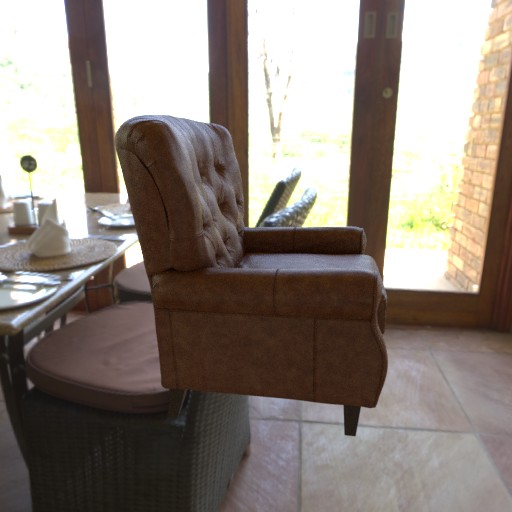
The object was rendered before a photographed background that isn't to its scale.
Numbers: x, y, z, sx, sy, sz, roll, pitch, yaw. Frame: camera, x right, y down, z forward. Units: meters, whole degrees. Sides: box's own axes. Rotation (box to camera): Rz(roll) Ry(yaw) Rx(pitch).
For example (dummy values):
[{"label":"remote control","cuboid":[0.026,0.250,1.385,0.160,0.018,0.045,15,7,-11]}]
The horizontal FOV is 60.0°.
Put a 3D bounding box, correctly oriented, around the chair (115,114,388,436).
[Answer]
[{"label":"chair","cuboid":[0.000,0.000,1.901,1.059,1.164,0.951,3,16,9]}]
